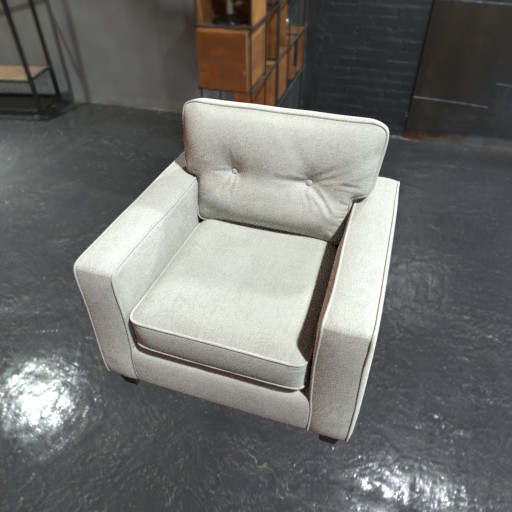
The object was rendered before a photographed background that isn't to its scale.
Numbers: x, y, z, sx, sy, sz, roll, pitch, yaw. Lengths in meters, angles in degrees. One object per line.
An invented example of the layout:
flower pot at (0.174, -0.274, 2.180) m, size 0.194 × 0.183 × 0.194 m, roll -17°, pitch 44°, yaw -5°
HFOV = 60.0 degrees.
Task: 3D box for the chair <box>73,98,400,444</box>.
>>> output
chair at (0.000, 0.000, 1.770) m, size 1.015 × 0.965 × 0.939 m, roll 12°, pitch 41°, yaw 14°
